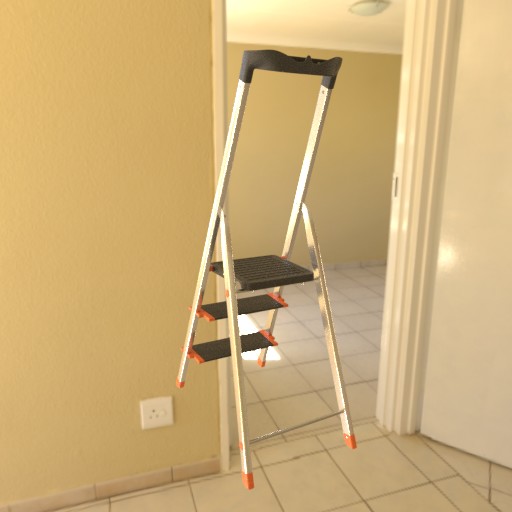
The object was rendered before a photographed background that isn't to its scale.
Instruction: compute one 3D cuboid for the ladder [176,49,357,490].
[{"bbox_3d":[0.000,0.000,1.547,0.416,1.229,0.686,-7,16,-27],"label":"ladder"}]
